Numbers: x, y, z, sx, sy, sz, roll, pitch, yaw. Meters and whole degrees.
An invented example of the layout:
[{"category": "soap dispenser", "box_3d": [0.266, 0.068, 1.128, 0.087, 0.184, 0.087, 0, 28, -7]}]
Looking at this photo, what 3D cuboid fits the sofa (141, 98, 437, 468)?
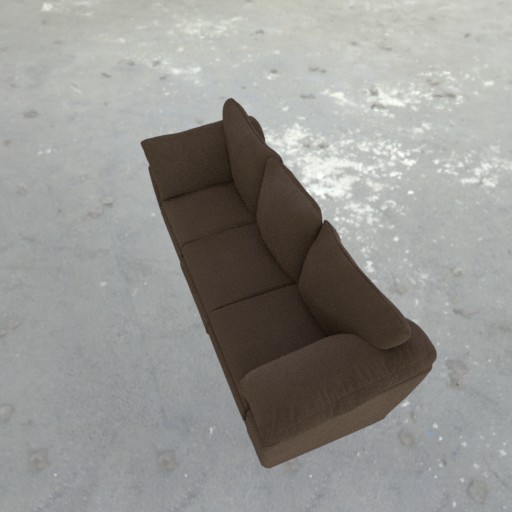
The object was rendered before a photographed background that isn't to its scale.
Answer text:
[{"category": "sofa", "box_3d": [0.000, 0.000, 2.778, 0.878, 1.015, 2.336, -17, 49, -15]}]
